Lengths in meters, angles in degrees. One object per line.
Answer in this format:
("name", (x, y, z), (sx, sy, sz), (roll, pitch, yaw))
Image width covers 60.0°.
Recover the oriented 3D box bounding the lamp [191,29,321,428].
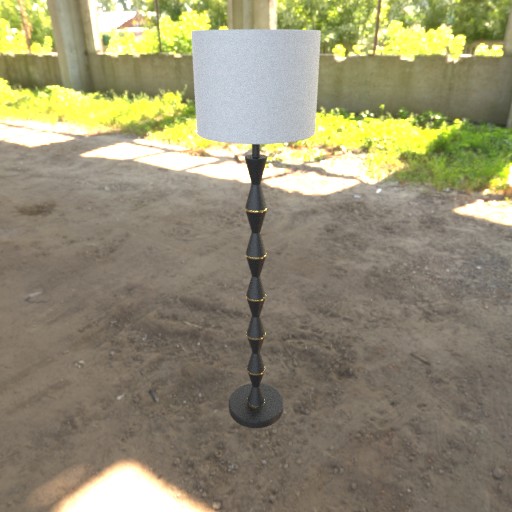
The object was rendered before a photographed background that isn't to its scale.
("lamp", (0.000, 0.000, 1.634), (0.381, 1.480, 0.381), (0, 26, -1))
